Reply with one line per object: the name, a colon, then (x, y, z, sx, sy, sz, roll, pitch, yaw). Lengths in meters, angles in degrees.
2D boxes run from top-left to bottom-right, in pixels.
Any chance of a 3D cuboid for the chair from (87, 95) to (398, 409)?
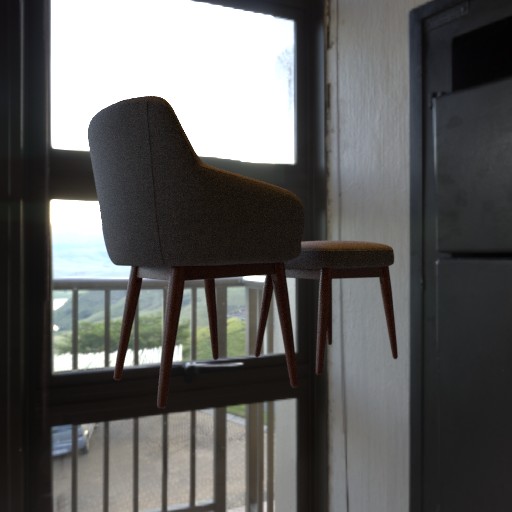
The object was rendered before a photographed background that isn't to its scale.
chair: (0.000, 0.000, 1.541, 1.107, 0.799, 0.584, 0, 0, -36)
